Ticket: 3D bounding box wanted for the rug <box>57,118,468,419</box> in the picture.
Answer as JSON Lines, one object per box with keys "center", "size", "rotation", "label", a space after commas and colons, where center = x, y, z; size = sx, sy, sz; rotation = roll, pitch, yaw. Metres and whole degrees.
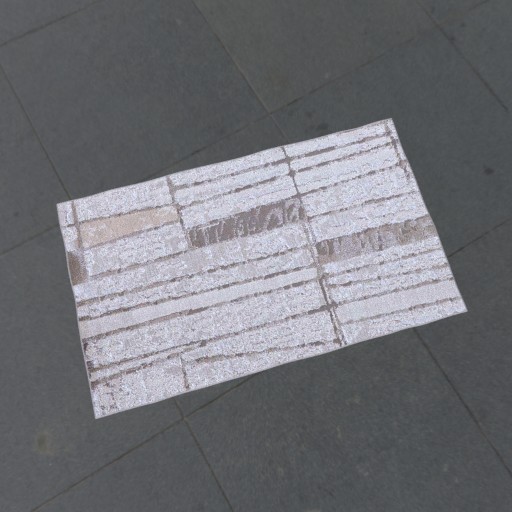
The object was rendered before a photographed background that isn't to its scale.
{"center": [0.000, 0.000, 1.046], "size": [0.867, 0.007, 0.515], "rotation": [-15, 76, -4], "label": "rug"}
